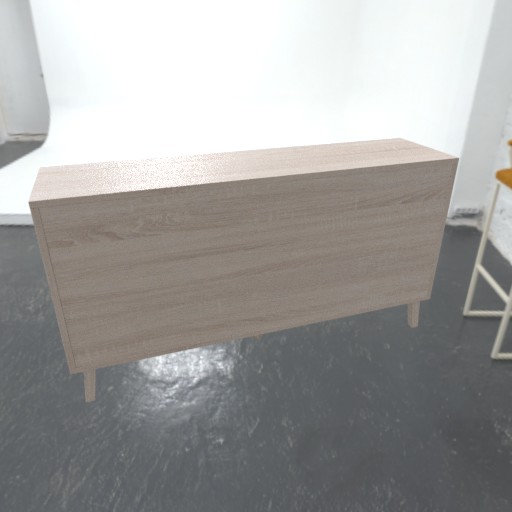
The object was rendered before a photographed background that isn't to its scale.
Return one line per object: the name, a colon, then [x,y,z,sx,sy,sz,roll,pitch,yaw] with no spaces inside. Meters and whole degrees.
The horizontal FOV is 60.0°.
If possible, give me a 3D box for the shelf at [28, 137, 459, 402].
shelf: [0.000,0.000,1.805,1.490,0.780,0.400,-9,28,-17]
